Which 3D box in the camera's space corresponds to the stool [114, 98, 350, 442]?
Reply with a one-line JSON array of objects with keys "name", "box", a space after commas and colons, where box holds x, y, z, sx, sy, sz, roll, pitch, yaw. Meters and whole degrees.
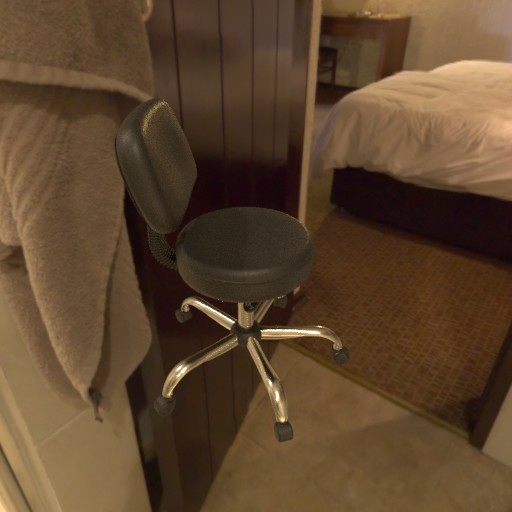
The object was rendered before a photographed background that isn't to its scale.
[{"name": "stool", "box": [0.000, 0.000, 1.319, 0.648, 0.862, 0.673, 0, 32, 0]}]
